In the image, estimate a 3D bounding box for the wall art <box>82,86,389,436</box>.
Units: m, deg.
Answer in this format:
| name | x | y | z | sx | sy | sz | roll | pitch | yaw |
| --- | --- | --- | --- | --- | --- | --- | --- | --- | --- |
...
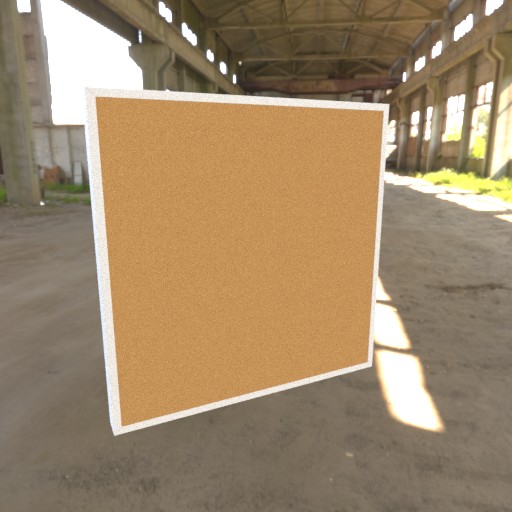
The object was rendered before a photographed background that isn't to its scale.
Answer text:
| name | x | y | z | sx | sy | sz | roll | pitch | yaw |
| --- | --- | --- | --- | --- | --- | --- | --- | --- | --- |
| wall art | 0.000 | 0.000 | 0.450 | 0.304 | 0.304 | 0.024 | -7 | 15 | -26 |
